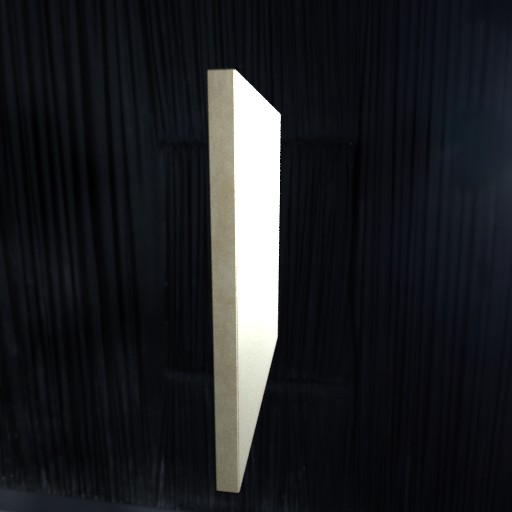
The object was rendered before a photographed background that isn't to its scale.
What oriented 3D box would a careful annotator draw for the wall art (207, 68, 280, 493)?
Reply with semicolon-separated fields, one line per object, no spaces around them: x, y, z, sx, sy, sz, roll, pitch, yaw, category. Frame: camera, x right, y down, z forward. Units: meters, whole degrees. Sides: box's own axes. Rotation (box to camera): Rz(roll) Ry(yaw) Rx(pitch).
0.000;0.000;0.754;0.030;0.506;0.503;2;13;8;wall art
